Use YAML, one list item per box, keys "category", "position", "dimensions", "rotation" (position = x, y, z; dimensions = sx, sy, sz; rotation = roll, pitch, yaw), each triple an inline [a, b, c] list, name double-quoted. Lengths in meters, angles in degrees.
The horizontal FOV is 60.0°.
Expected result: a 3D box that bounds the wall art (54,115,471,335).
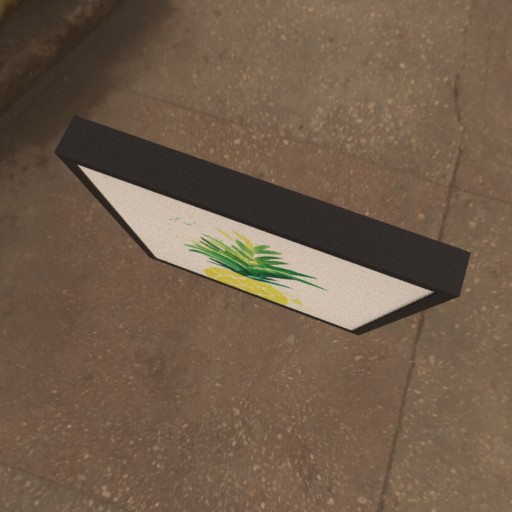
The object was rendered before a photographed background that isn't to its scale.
- category: "wall art"
  position: [0.000, 0.000, 0.463]
  dimensions: [0.305, 0.304, 0.033]
  rotation: [20, 76, 5]
